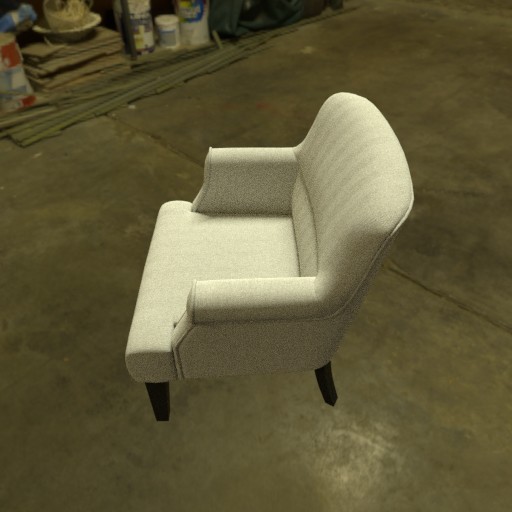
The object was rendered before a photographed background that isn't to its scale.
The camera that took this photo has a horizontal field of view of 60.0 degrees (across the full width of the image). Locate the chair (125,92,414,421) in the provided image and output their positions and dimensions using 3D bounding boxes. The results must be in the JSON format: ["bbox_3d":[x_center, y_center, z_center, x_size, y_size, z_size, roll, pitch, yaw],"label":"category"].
[{"bbox_3d":[0.000,0.000,1.451,0.750,0.875,0.781,-1,42,-1],"label":"chair"}]
